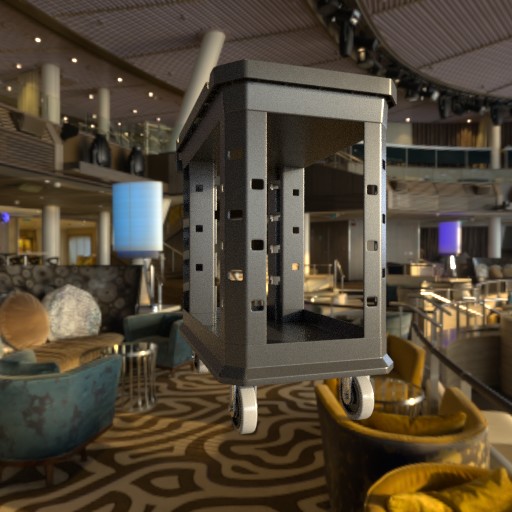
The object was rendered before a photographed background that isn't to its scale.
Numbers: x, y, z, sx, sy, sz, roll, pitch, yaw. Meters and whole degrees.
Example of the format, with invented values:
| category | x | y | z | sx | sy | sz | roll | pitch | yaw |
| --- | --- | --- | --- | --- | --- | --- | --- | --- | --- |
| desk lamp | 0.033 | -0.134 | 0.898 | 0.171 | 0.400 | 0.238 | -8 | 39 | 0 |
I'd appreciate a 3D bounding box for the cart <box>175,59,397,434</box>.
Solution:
| category | x | y | z | sx | sy | sz | roll | pitch | yaw |
| --- | --- | --- | --- | --- | --- | --- | --- | --- | --- |
| cart | 0.000 | 0.000 | 1.552 | 0.497 | 0.884 | 1.061 | 0 | 0 | -17 |
